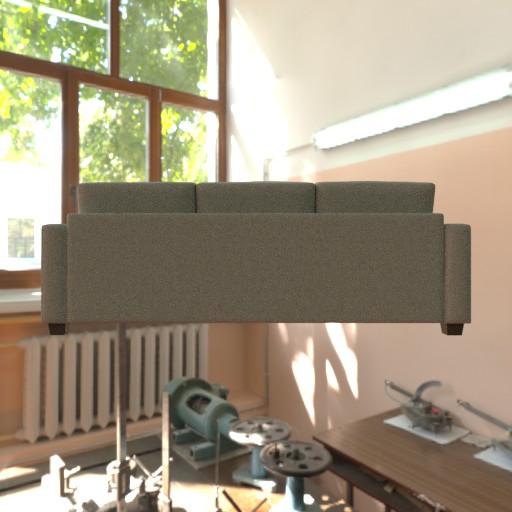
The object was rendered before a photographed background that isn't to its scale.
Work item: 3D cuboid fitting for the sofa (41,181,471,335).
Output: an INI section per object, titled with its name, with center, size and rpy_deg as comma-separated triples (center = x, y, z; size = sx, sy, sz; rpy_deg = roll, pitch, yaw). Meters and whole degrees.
[sofa]
center = 0.000, 0.000, 2.641
size = 2.160, 0.800, 0.900
rpy_deg = 0, 0, 0
